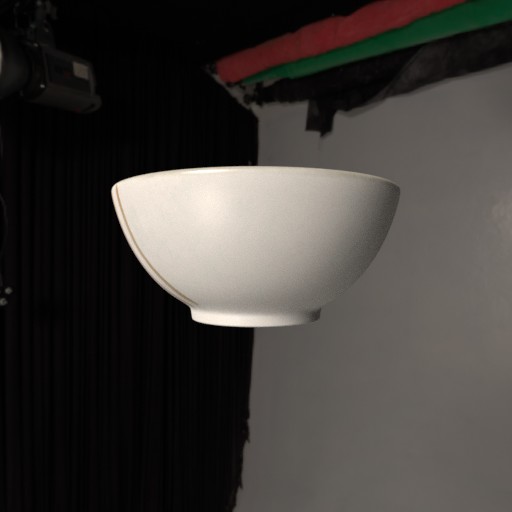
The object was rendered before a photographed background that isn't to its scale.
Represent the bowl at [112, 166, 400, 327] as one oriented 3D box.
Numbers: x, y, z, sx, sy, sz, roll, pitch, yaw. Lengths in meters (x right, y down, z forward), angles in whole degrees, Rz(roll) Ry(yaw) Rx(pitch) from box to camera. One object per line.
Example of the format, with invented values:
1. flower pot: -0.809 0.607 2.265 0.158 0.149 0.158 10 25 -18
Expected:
1. bowl: 0.000 0.000 0.432 0.268 0.121 0.268 0 0 0
